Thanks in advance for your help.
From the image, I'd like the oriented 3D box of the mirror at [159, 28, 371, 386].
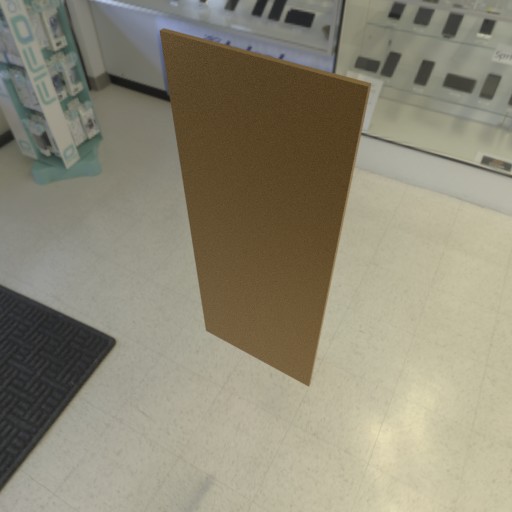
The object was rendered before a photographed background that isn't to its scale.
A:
[{"bbox_3d":[0.000,0.000,2.248,0.812,2.031,0.025,24,53,20],"label":"mirror"}]
